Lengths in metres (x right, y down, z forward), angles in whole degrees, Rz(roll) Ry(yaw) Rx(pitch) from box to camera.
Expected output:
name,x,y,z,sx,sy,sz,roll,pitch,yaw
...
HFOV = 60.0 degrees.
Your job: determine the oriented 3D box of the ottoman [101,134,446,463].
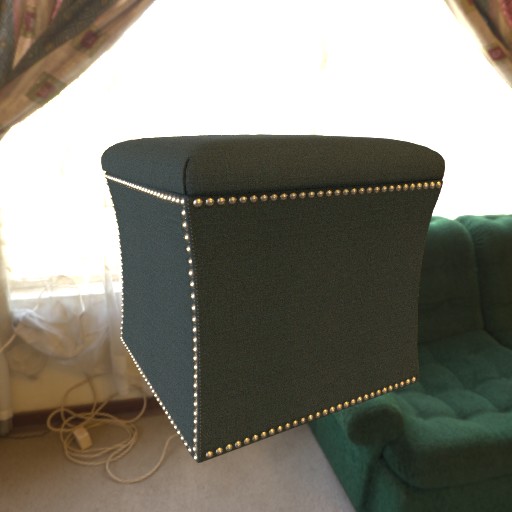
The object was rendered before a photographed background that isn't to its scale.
name,x,y,z,sx,sy,sz,roll,pitch,yaw
ottoman,0.000,0.000,0.894,0.497,0.475,0.507,-8,17,-28
